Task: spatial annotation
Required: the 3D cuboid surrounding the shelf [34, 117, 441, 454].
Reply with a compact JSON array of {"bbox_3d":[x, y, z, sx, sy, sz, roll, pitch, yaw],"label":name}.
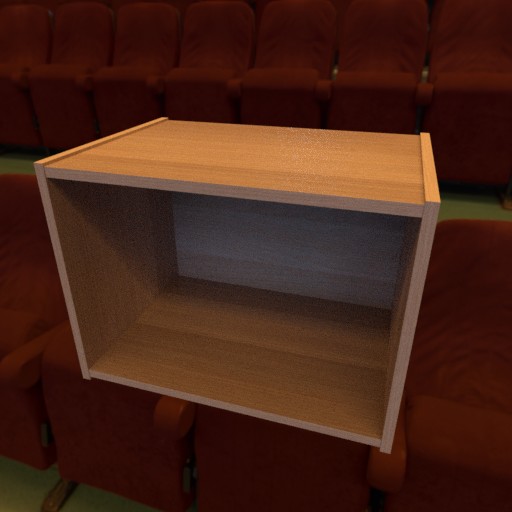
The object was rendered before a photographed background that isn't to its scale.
[{"bbox_3d":[0.000,0.000,0.617,0.415,0.305,0.290,8,28,15],"label":"shelf"}]
